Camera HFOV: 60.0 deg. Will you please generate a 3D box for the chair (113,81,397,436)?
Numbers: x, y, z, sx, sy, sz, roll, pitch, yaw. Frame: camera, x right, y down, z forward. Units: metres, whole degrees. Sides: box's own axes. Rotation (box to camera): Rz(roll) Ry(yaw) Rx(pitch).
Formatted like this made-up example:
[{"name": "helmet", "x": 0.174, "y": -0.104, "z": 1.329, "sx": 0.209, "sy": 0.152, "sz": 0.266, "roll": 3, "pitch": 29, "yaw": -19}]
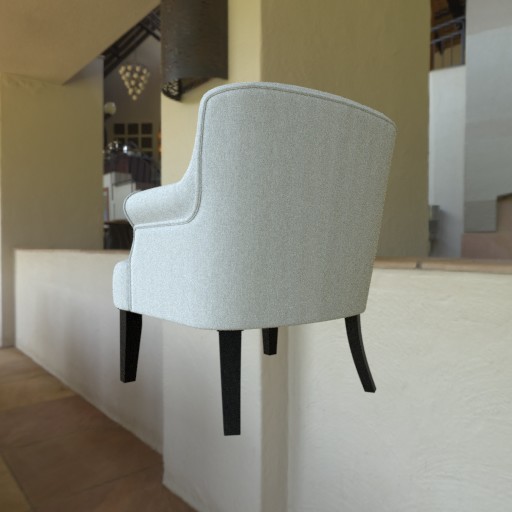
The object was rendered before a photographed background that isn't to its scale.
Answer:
[{"name": "chair", "x": 0.000, "y": 0.000, "z": 1.476, "sx": 0.781, "sy": 0.875, "sz": 0.750, "roll": -1, "pitch": 2, "yaw": -37}]
